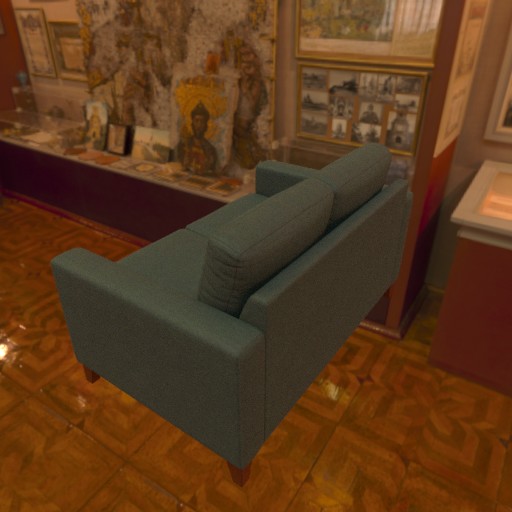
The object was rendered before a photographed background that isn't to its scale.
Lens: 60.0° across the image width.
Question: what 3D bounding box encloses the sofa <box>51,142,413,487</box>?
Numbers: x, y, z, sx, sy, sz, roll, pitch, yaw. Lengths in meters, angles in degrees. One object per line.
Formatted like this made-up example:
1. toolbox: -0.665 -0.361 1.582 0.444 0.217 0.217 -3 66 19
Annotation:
1. sofa: 0.000 0.000 2.075 0.955 0.903 1.489 20 36 30
